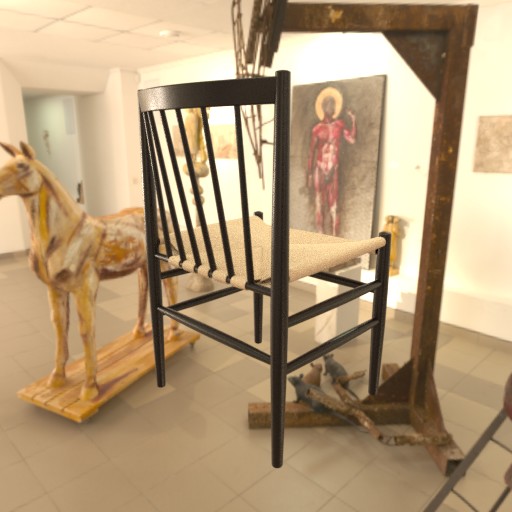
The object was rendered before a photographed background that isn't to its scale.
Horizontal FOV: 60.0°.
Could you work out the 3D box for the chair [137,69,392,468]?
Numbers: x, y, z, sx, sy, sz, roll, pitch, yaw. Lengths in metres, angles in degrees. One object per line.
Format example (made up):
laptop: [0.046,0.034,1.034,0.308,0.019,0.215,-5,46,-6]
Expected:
chair: [0.000,0.000,1.145,0.516,0.818,0.495,-14,21,-43]
